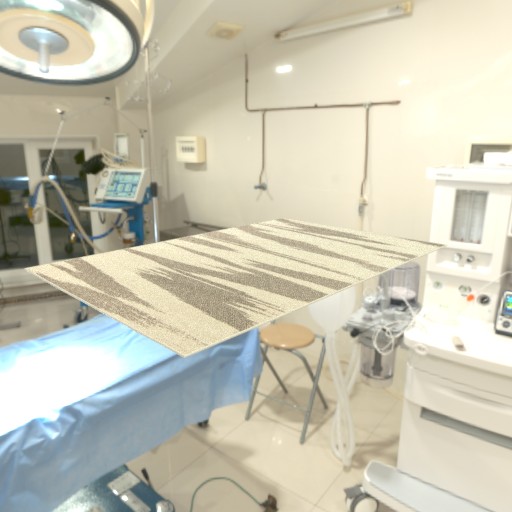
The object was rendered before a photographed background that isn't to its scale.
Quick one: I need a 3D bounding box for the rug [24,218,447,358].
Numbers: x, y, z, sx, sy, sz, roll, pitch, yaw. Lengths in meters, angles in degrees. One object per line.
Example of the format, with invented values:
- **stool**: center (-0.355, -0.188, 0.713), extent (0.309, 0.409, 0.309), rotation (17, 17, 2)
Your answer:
- **rug**: center (0.000, 0.000, 2.266), extent (1.225, 0.008, 1.827), rotation (14, 21, 42)
